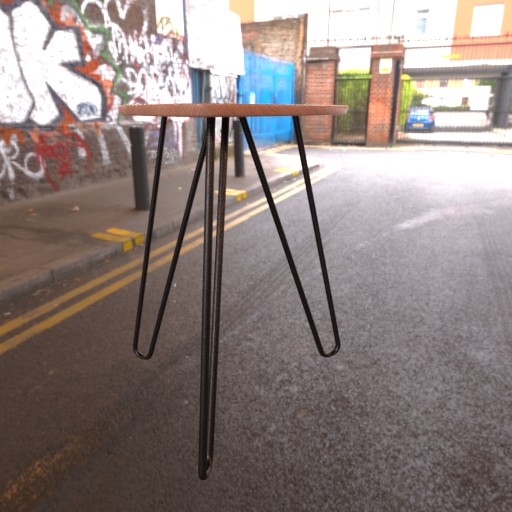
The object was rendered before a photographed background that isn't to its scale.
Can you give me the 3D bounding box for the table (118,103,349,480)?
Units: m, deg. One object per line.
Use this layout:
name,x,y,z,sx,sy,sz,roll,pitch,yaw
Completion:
table,0.000,0.000,0.876,0.455,0.564,0.442,-9,20,-26
